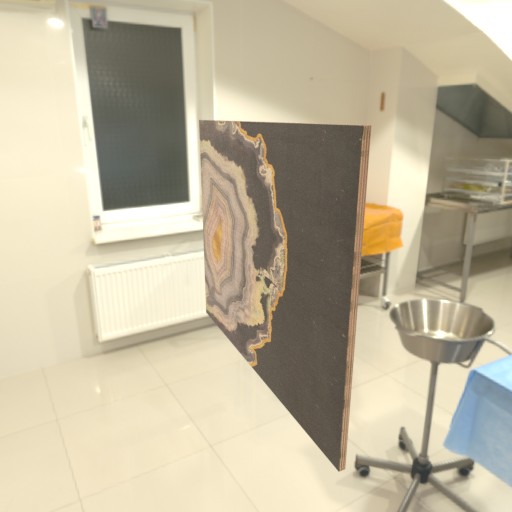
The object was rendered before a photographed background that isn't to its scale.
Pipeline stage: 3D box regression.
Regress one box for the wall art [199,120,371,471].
[{"bbox_3d":[0.000,0.000,0.704,0.010,0.408,0.508,-8,19,-23],"label":"wall art"}]
